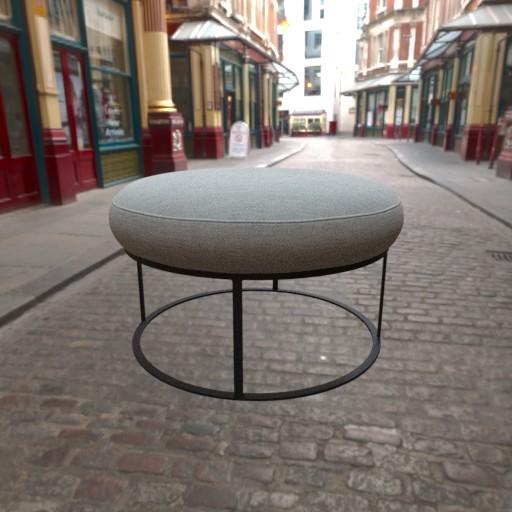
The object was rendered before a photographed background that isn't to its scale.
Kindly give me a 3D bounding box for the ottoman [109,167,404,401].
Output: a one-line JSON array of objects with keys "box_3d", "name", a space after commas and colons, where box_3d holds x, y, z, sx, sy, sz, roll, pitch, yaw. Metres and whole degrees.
[{"box_3d": [0.000, 0.000, 1.244, 0.769, 0.459, 0.769, 0, 16, 0], "name": "ottoman"}]
